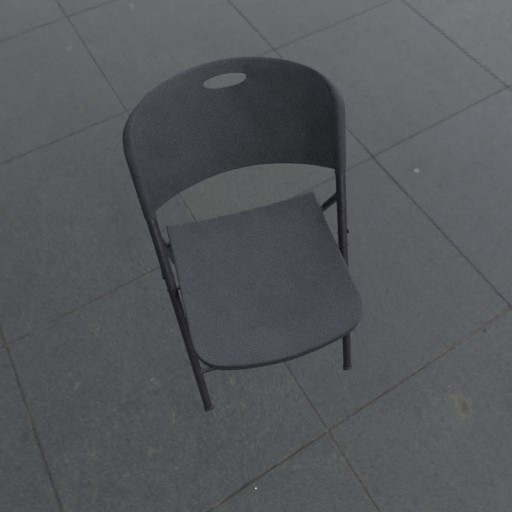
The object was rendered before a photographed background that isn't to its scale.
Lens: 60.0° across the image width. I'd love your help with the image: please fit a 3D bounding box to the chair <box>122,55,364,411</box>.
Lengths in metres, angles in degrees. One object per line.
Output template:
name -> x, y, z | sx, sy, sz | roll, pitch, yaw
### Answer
chair -> 0.000, 0.000, 1.178 | 0.494, 0.810, 0.567 | -14, 63, -7
